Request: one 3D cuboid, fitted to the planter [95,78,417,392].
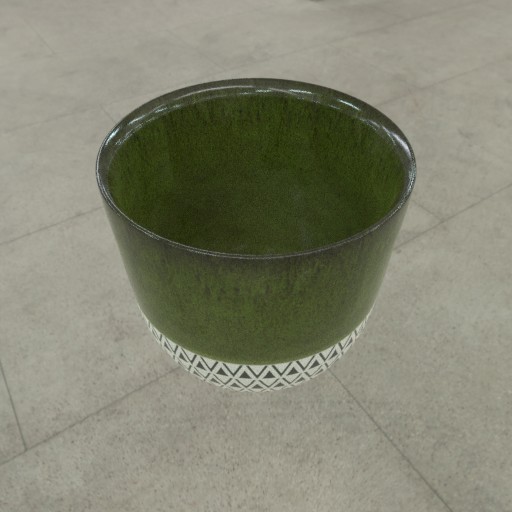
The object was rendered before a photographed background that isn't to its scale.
[{"bbox_3d":[0.000,0.000,0.473,0.266,0.270,0.266,0,46,0],"label":"planter"}]
